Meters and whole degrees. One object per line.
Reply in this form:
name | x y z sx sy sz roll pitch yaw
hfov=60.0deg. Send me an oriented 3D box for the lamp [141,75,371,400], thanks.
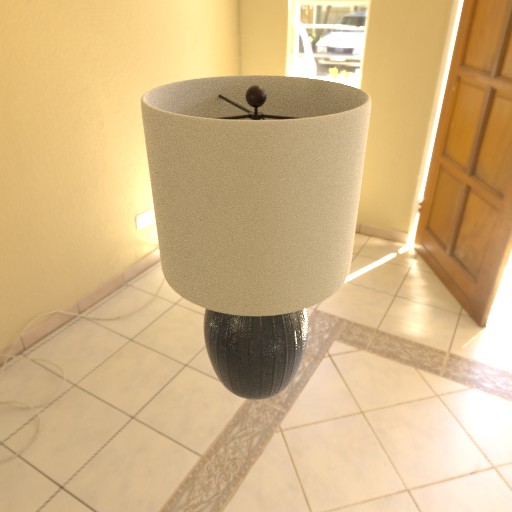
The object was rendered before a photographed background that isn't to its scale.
lamp | 0.000 0.000 0.782 0.329 0.570 0.329 11 32 18
